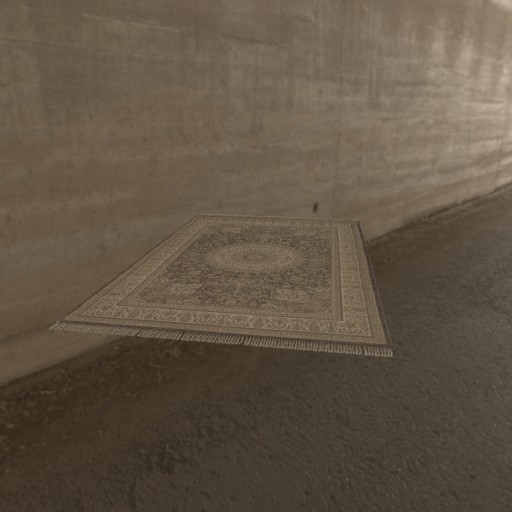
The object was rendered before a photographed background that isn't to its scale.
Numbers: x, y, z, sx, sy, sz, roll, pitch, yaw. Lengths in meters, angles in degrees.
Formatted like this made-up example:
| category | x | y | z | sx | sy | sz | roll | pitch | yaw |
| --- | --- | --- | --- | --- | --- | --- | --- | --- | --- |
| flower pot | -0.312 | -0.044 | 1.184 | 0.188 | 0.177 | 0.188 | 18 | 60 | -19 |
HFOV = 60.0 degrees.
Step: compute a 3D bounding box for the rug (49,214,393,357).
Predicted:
| category | x | y | z | sx | sy | sz | roll | pitch | yaw |
| --- | --- | --- | --- | --- | --- | --- | --- | --- | --- |
| rug | 0.000 | 0.000 | 3.033 | 1.528 | 0.010 | 2.440 | 3 | 18 | 9 |
